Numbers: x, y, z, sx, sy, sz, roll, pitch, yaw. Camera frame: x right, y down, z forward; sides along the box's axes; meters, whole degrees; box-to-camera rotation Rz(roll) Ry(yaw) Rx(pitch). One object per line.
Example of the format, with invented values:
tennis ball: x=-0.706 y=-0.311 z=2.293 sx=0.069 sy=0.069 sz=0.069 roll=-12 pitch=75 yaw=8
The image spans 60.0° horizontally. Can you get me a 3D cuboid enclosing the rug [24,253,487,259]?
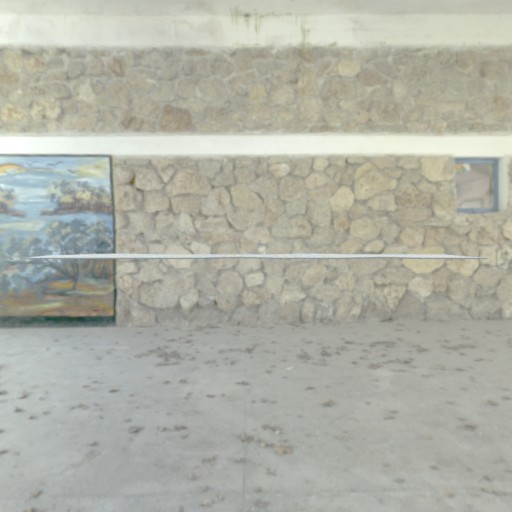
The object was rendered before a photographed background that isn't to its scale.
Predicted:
rug: x=0.000 y=0.000 z=2.710 sx=2.439 sy=0.013 sz=0.762 roll=0 pitch=2 yaw=0
